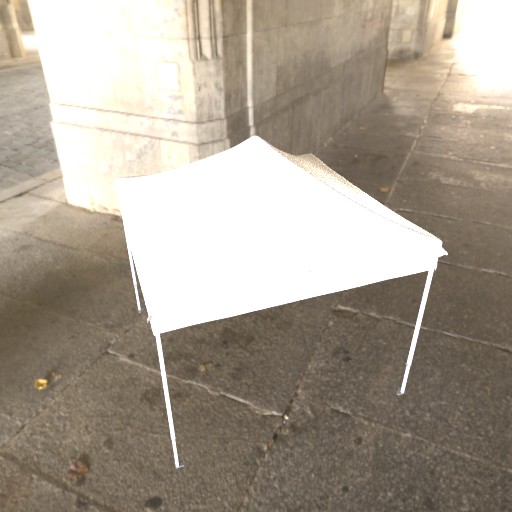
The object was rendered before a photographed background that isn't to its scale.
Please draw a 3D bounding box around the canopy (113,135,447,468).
[{"bbox_3d":[0.000,0.000,5.497,2.994,2.998,2.996,-11,33,-17],"label":"canopy"}]
